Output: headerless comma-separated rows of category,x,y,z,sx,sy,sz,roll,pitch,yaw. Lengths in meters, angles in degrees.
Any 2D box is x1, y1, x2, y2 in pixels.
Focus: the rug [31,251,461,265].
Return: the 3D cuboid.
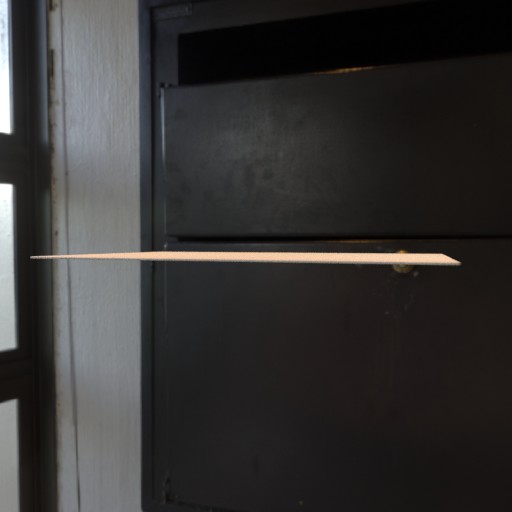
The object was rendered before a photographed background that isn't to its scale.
rug,0.000,0.000,3.036,2.441,0.014,1.531,1,2,20
